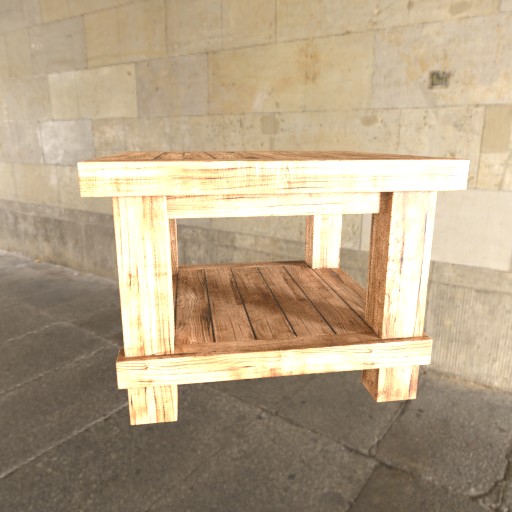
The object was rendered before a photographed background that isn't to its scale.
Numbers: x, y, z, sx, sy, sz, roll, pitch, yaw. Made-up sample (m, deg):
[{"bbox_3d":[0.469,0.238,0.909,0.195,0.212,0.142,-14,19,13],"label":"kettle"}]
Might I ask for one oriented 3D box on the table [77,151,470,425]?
[{"bbox_3d":[0.000,0.000,1.024,0.610,0.457,0.610,-2,15,-9],"label":"table"}]
